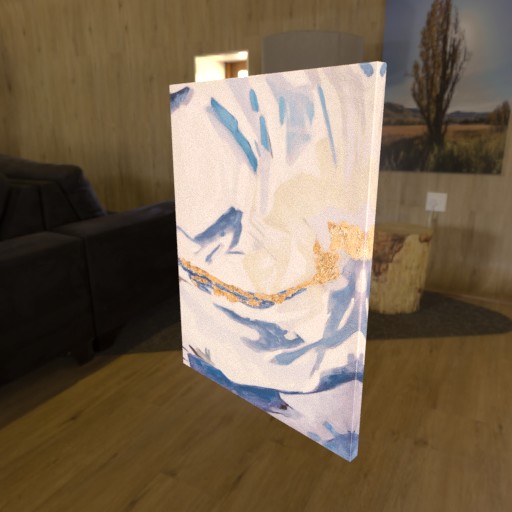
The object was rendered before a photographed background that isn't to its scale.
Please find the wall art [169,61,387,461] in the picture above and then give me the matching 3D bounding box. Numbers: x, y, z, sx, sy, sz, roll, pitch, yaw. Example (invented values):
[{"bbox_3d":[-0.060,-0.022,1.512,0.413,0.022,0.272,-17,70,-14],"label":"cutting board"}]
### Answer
[{"bbox_3d":[0.000,0.000,1.342,0.761,1.015,0.038,15,22,42],"label":"wall art"}]
